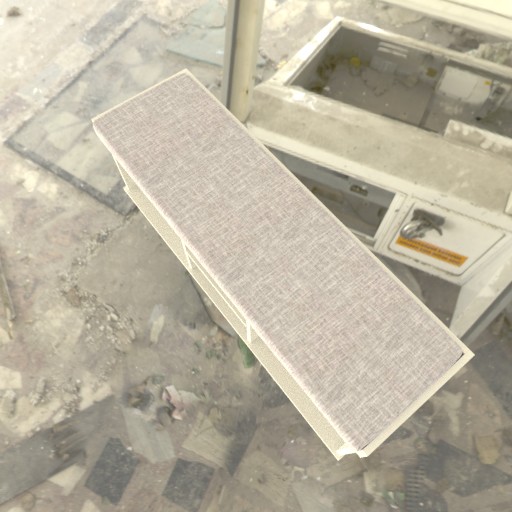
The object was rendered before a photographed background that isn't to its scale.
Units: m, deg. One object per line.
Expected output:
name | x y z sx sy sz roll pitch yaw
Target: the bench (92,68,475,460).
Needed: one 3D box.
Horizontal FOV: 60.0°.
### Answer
bench | 0.000 0.000 1.379 0.363 0.453 1.196 -35 69 -16
